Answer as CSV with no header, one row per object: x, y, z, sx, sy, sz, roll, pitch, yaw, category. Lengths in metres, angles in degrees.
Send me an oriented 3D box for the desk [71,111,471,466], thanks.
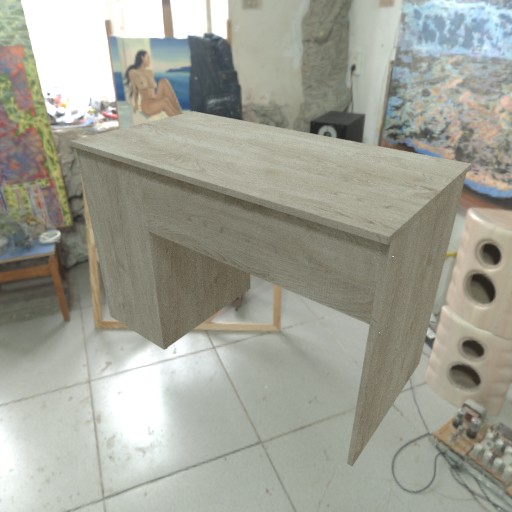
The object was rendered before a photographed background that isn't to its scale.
0.000,0.000,1.522,1.096,0.730,0.560,21,36,32,desk
